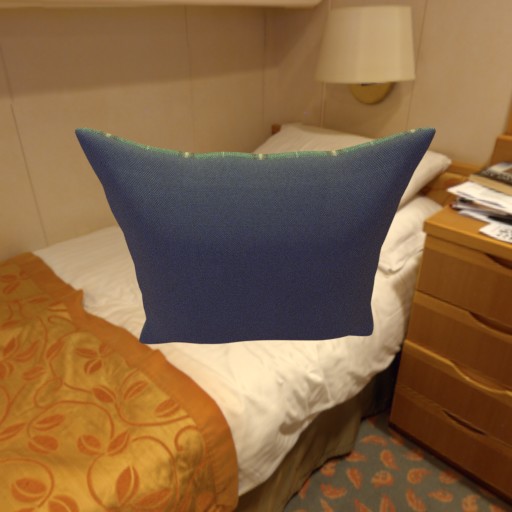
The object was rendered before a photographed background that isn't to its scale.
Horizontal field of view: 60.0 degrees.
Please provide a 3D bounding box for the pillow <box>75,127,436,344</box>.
[{"bbox_3d":[0.000,0.000,0.707,0.453,0.430,0.200,-1,29,-1],"label":"pillow"}]
